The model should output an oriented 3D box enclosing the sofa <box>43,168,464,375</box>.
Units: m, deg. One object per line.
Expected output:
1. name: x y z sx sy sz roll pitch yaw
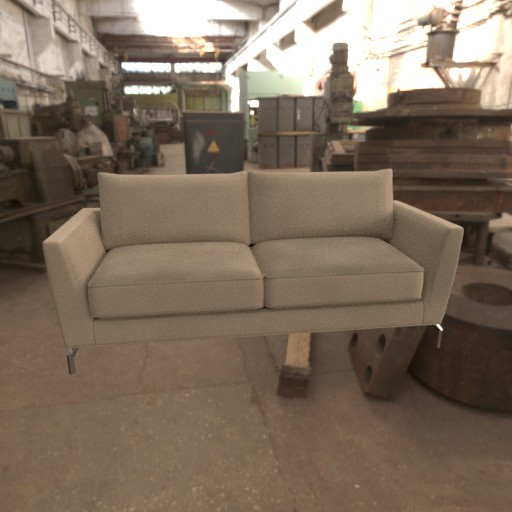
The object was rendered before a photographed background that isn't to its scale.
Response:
1. sofa: 0.000 0.000 2.744 2.214 1.005 0.868 -2 18 -7
